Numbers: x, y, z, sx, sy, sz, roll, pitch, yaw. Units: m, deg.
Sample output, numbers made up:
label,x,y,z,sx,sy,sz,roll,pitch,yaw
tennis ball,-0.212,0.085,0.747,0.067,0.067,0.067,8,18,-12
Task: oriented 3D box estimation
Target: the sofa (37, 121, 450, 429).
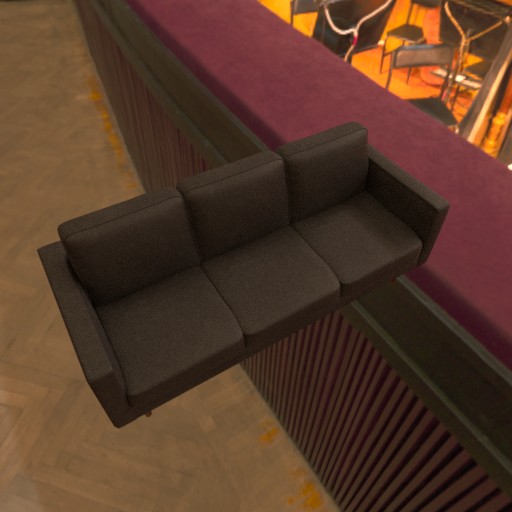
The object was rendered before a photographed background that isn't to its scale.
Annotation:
label,x,y,z,sx,sy,sz,roll,pitch,yaw
sofa,0.000,0.000,2.471,2.029,0.899,0.879,-24,52,-20
